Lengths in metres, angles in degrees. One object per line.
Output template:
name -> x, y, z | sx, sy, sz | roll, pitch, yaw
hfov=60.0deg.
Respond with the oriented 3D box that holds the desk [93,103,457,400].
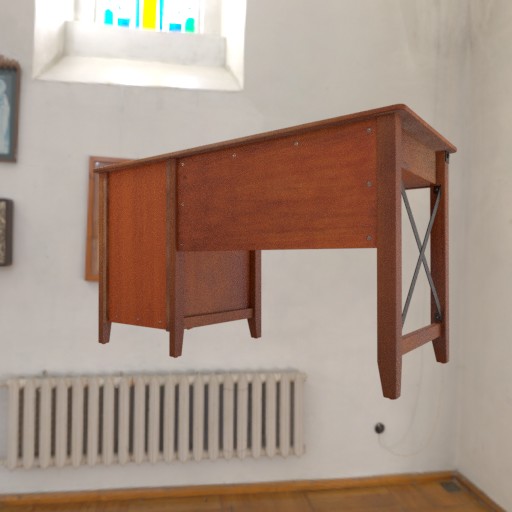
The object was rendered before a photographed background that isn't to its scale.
desk -> 0.000, 0.000, 1.738 | 1.353, 0.756, 0.574 | 0, -1, 37
